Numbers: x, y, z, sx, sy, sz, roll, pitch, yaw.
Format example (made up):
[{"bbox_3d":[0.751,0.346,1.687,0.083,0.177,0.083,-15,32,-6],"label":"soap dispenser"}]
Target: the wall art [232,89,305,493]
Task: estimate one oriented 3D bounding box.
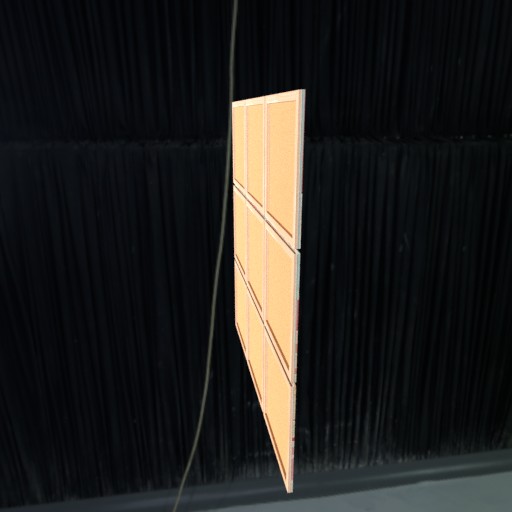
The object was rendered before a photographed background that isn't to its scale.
[{"bbox_3d":[0.000,0.000,1.355,0.012,0.910,0.911,-3,18,-10],"label":"wall art"}]
